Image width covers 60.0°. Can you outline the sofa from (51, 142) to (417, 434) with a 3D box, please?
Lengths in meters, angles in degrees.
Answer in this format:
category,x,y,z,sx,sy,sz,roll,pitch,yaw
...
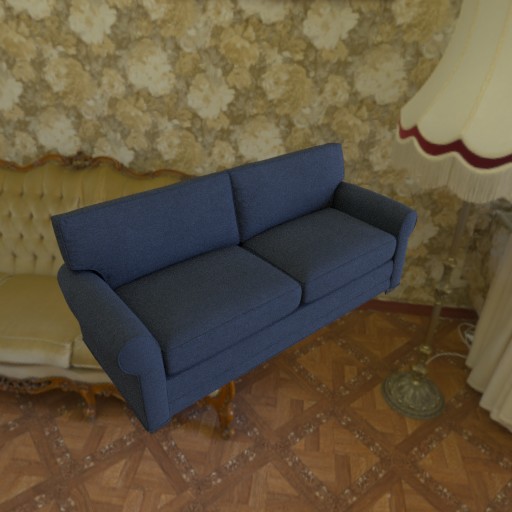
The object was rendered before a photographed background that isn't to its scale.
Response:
category,x,y,z,sx,sy,sz,roll,pitch,yaw
sofa,0.000,0.000,2.972,2.391,1.026,0.954,-22,37,-33
